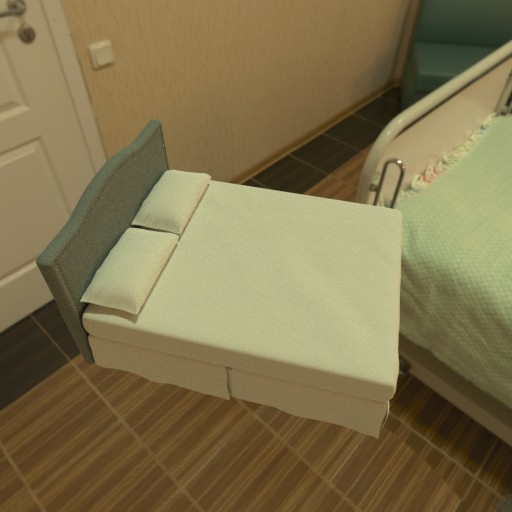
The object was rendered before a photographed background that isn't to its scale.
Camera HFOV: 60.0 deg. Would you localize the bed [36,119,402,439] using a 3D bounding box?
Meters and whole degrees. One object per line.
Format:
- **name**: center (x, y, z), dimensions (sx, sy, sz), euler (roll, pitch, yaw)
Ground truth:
- **bed**: center (0.000, 0.000, 3.996), dimensions (2.689, 1.457, 2.161), euler (10, 47, 10)
